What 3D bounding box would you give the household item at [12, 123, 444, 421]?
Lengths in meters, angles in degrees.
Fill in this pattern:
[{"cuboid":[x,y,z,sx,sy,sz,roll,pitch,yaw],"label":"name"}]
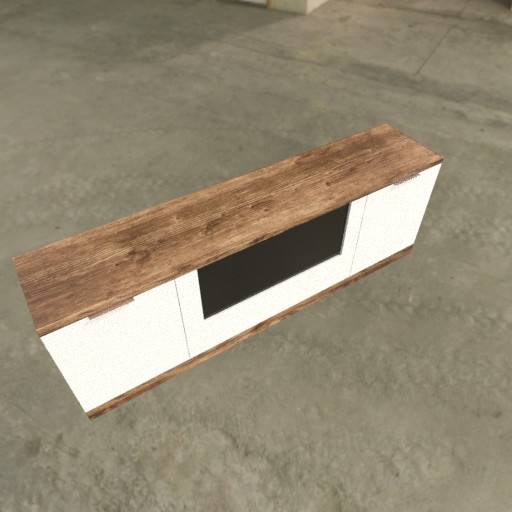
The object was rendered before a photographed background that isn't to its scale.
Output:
[{"cuboid":[0.000,0.000,2.010,1.800,0.615,0.390,-24,50,-22],"label":"household item"}]
